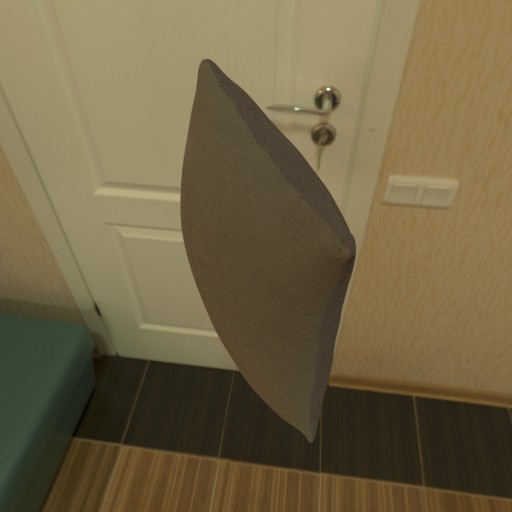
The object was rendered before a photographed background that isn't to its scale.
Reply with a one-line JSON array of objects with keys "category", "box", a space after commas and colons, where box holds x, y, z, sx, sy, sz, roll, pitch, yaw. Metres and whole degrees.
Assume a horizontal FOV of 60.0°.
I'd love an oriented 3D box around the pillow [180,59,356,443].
[{"category": "pillow", "box": [0.000, 0.000, 0.693, 0.204, 0.439, 0.452, -16, 48, -15]}]
